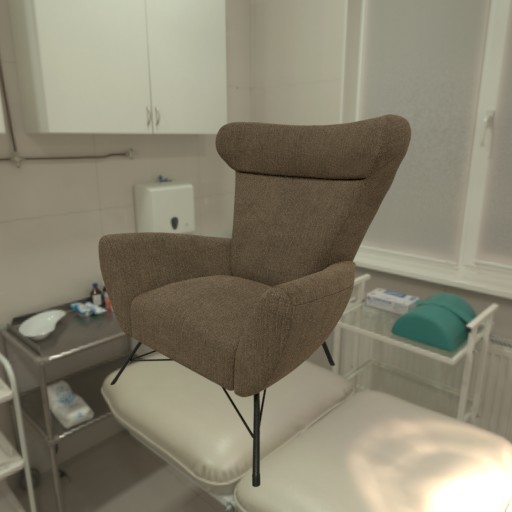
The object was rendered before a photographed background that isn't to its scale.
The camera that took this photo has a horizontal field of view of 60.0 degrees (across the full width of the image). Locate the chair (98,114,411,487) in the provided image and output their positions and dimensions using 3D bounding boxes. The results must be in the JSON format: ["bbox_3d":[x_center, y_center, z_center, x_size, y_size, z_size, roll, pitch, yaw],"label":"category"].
[{"bbox_3d":[0.000,0.000,1.720,0.980,1.040,0.900,14,20,41],"label":"chair"}]
